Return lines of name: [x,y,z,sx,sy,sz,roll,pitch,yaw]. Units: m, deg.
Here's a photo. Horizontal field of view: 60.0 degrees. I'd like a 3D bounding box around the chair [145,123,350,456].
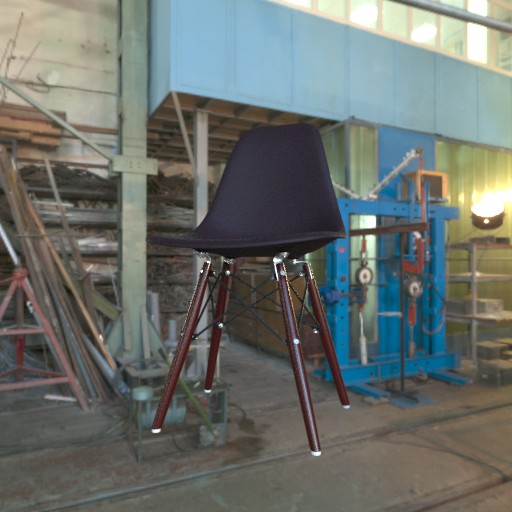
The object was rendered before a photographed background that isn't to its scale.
chair: [0.000,0.000,1.150,0.470,0.826,0.533,0,0,18]
